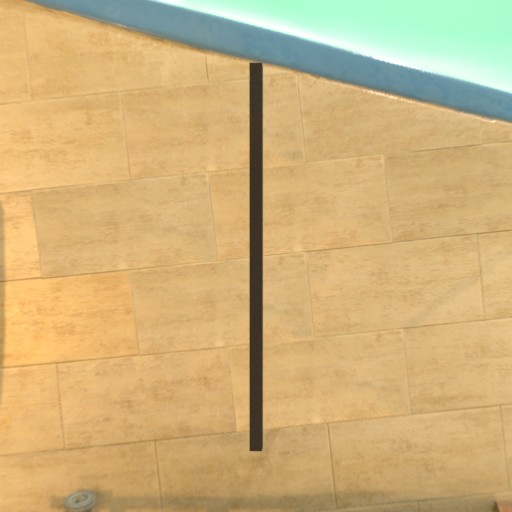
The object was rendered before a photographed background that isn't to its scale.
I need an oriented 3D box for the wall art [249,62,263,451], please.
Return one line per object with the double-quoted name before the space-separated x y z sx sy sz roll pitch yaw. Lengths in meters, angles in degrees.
"wall art" 0.000 0.000 0.663 0.013 0.508 0.359 0 90 0
